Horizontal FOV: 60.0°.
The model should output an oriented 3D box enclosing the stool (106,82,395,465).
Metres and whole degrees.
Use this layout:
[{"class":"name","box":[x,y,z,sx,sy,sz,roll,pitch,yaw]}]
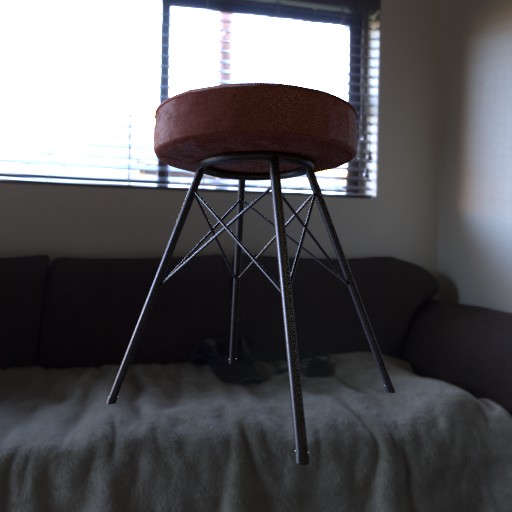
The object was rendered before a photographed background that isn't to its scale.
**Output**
[{"class":"stool","box":[0.000,0.000,0.925,0.457,0.593,0.421,0,1,35]}]
